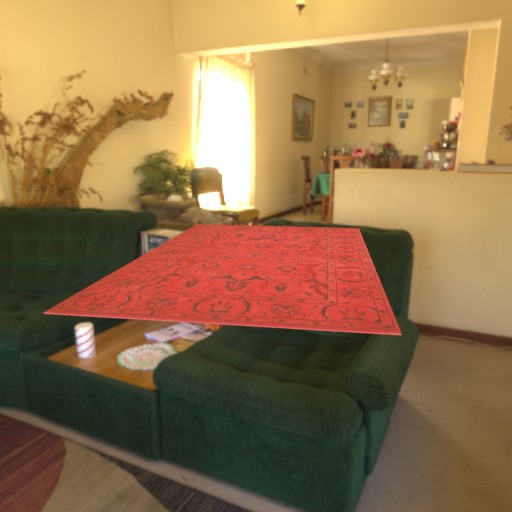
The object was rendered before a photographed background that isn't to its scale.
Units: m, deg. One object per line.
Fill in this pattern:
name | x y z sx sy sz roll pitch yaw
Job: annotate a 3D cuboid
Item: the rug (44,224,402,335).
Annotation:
rug | 0.000 0.000 3.015 1.534 0.010 2.423 2 14 9
